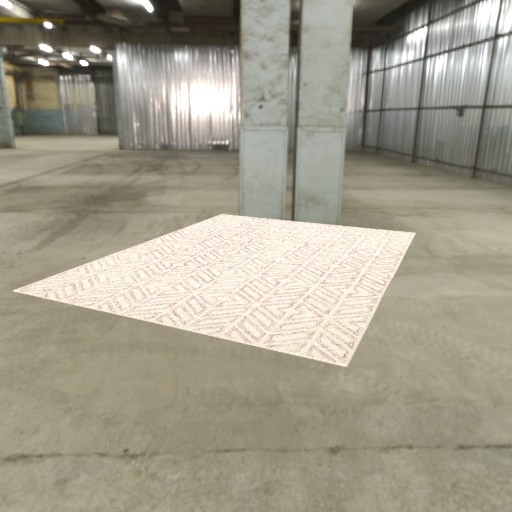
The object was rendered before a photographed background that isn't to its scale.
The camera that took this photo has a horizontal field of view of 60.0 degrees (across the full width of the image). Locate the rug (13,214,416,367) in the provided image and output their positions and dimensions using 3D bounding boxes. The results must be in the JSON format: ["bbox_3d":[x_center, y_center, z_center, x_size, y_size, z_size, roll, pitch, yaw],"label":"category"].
[{"bbox_3d":[0.000,0.000,3.997,2.421,0.008,3.045,8,18,24],"label":"rug"}]
